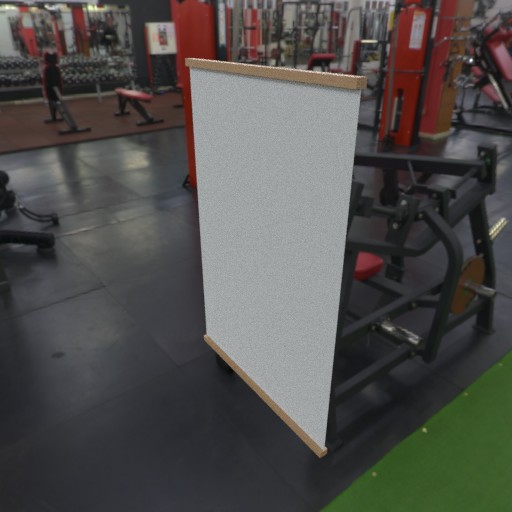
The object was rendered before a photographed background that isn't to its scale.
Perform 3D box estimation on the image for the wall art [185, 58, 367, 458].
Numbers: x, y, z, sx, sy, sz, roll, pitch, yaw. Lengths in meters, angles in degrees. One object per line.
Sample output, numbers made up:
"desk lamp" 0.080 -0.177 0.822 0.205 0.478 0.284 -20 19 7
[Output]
"wall art" 0.000 0.000 0.645 0.013 0.510 0.335 -18 33 -31
